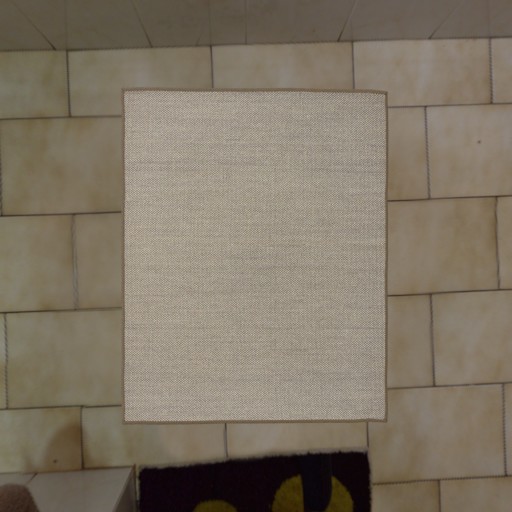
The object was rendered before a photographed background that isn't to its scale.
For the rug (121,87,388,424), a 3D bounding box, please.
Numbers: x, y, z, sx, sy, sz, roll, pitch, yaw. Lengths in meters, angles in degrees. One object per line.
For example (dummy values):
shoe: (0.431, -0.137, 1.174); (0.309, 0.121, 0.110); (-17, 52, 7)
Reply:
rug: (0.000, 0.000, 4.002); (2.413, 0.020, 3.041); (0, 90, -2)
